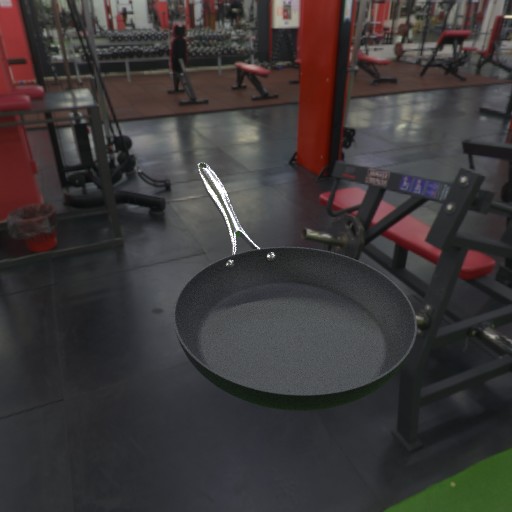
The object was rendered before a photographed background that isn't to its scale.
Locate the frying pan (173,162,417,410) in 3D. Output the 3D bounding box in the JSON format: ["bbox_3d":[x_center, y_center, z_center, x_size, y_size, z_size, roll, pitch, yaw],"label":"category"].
[{"bbox_3d":[0.000,0.000,0.564,0.255,0.105,0.472,-11,32,-19],"label":"frying pan"}]
